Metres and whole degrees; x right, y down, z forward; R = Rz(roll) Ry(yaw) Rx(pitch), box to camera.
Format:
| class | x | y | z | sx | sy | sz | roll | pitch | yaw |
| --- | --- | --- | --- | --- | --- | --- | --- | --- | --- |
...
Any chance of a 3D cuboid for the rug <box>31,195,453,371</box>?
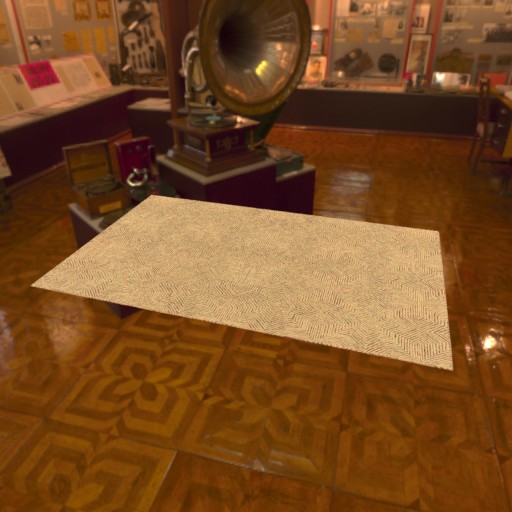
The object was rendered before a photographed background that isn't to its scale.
| class | x | y | z | sx | sy | sz | roll | pitch | yaw |
| --- | --- | --- | --- | --- | --- | --- | --- | --- | --- |
| rug | 0.000 | 0.000 | 3.036 | 2.428 | 0.007 | 1.519 | 9 | 31 | 15 |
